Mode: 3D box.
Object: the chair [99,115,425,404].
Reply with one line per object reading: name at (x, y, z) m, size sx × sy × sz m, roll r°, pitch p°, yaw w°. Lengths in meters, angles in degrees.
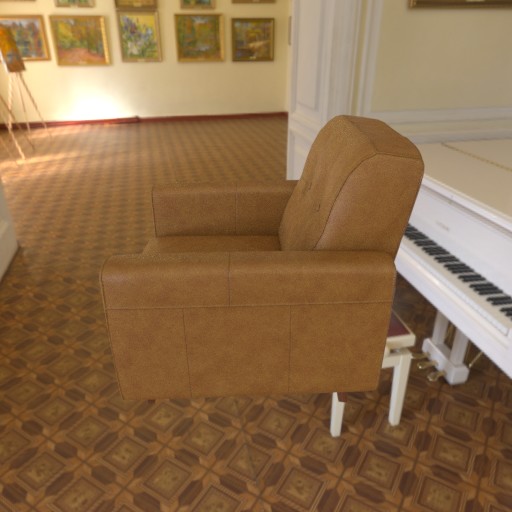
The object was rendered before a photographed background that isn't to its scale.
chair at (0.000, 0.000, 1.671) m, size 0.942 × 0.968 × 0.845 m, roll 0°, pitch 27°, yaw 0°
